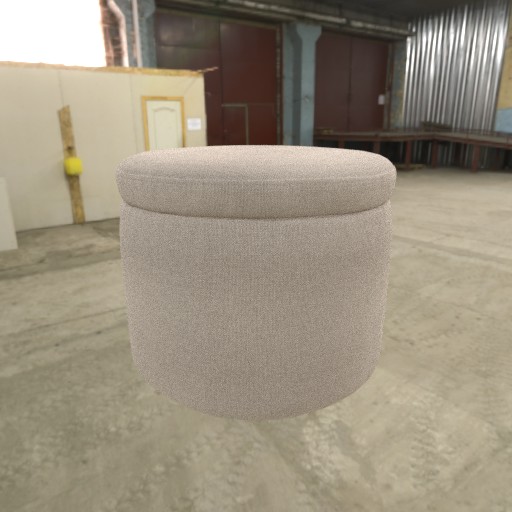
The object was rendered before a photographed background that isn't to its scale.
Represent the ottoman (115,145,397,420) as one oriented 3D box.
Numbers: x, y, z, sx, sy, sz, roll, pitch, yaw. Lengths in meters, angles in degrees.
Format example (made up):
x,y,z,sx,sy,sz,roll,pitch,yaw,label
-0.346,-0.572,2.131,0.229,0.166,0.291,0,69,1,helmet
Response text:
x,y,z,sx,sy,sz,roll,pitch,yaw,label
0.000,0.000,0.858,0.497,0.409,0.497,0,17,0,ottoman
